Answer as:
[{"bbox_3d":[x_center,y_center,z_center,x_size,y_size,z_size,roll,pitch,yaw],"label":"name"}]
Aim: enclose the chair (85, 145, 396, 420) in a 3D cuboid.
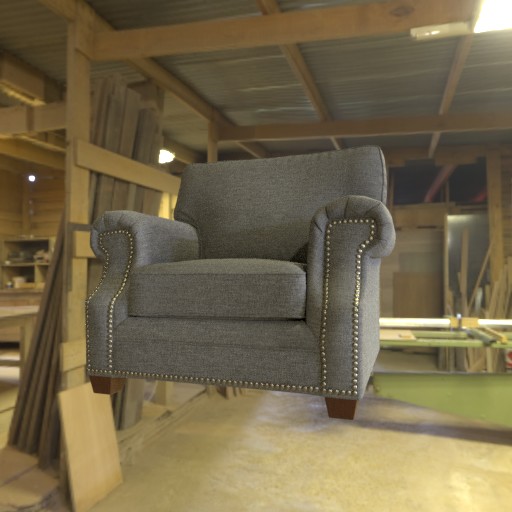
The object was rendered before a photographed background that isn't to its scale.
[{"bbox_3d":[0.000,0.000,1.815,1.092,0.961,0.965,-1,-2,19],"label":"chair"}]
